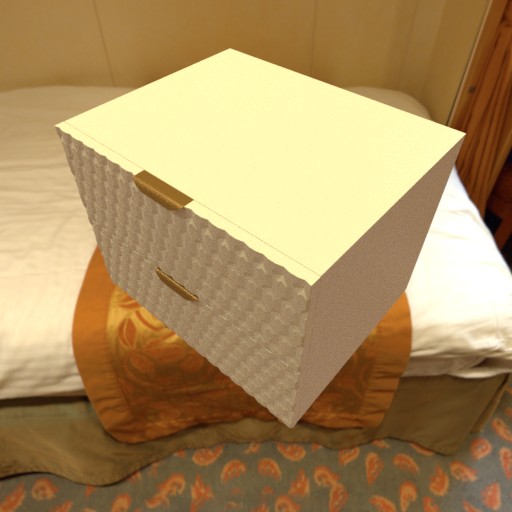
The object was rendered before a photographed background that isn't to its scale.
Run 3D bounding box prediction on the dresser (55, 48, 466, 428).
[{"bbox_3d":[0.000,0.000,0.898,0.503,0.568,0.414,32,54,27],"label":"dresser"}]
